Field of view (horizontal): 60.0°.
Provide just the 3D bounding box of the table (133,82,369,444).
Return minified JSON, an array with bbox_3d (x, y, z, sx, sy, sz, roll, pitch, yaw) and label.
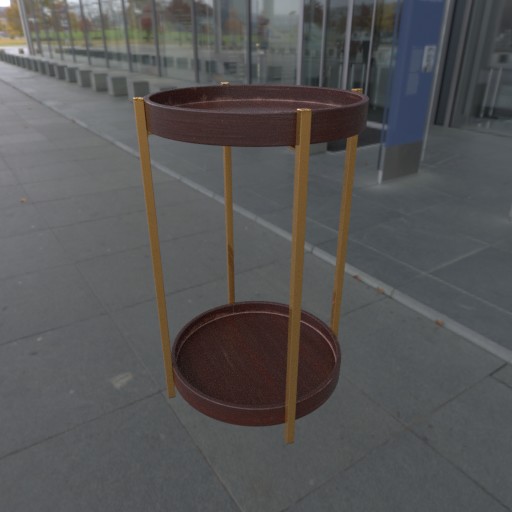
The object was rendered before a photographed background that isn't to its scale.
[{"bbox_3d":[0.000,0.000,0.877,0.400,0.610,0.400,-9,28,-17],"label":"table"}]
